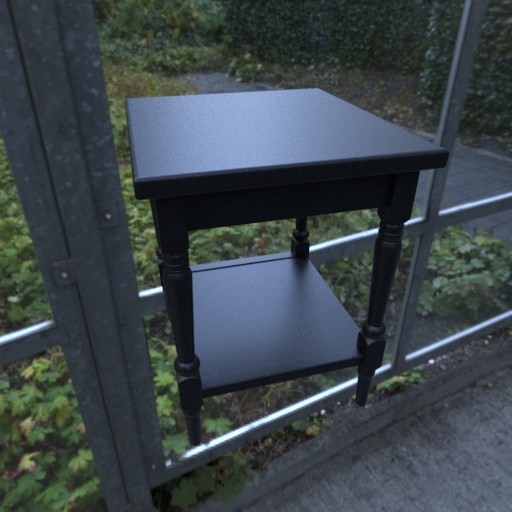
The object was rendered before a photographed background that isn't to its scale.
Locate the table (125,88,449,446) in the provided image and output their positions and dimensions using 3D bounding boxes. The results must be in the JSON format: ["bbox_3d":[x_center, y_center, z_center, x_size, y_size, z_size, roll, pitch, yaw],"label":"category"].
[{"bbox_3d":[0.000,0.000,0.929,0.442,0.565,0.488,-8,32,-13],"label":"table"}]
